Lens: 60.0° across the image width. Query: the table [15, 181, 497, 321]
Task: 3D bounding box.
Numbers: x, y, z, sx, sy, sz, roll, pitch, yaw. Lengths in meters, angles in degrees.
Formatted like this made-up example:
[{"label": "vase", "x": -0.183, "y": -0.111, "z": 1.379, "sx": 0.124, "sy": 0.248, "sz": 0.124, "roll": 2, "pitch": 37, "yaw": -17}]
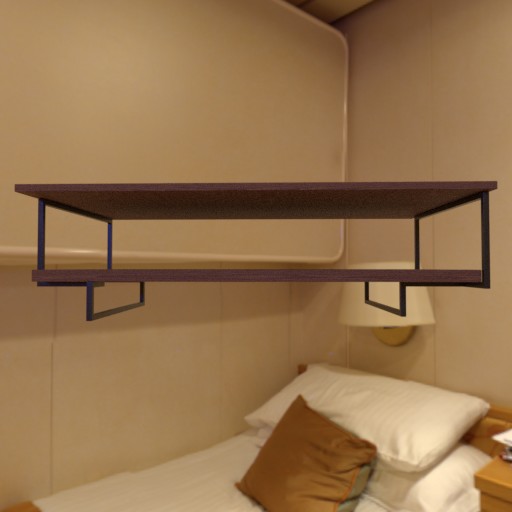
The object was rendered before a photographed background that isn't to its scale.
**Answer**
[{"label": "table", "x": 0.000, "y": 0.000, "z": 1.417, "sx": 1.197, "sy": 0.347, "sz": 0.651, "roll": 0, "pitch": -2, "yaw": 2}]
